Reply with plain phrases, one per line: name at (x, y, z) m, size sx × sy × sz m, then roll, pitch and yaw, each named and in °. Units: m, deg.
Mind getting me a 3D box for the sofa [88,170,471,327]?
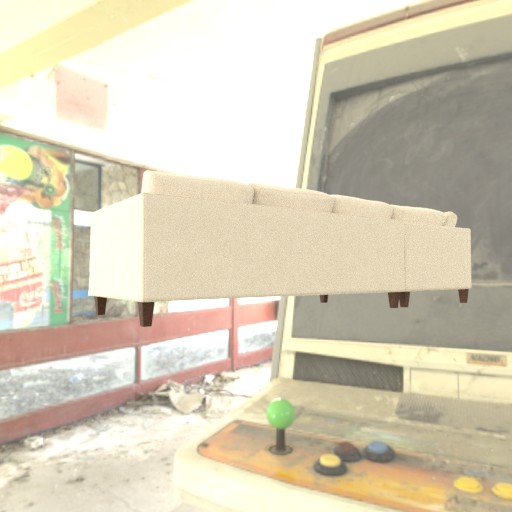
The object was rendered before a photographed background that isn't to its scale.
sofa at (0.000, 0.000, 4.125) m, size 3.182 × 0.863 × 2.432 m, roll 2°, pitch -3°, yaw -36°
